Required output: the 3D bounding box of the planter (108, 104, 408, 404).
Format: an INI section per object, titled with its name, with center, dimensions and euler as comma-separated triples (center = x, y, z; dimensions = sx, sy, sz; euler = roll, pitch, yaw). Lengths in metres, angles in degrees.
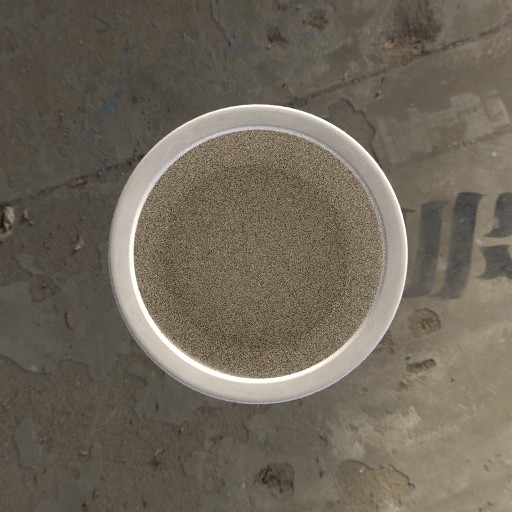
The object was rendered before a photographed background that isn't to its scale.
[planter]
center = 0.000, 0.000, 0.905
dimensions = 0.421, 0.581, 0.420
euler = 0, 90, -1
